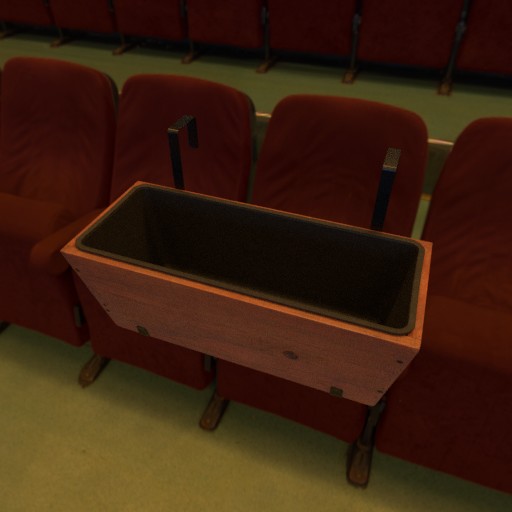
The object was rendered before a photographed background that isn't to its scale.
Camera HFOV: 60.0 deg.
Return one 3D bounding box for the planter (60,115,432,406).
[{"bbox_3d":[0.000,0.000,0.666,0.480,0.289,0.262,14,42,16],"label":"planter"}]
